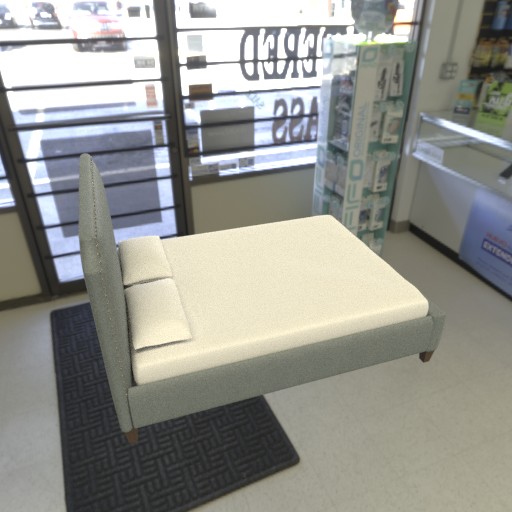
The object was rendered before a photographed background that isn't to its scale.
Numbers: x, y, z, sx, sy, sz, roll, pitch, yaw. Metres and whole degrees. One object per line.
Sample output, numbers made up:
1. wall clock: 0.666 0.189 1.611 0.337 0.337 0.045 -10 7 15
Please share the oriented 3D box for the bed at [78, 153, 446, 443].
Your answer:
1. bed: 0.000 0.000 3.437 2.372 1.443 1.712 -10 32 -16
